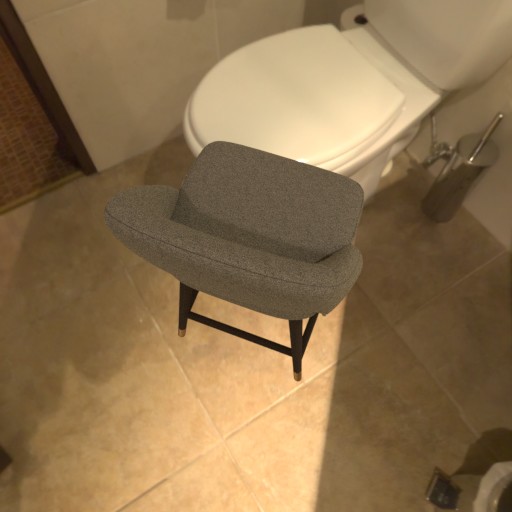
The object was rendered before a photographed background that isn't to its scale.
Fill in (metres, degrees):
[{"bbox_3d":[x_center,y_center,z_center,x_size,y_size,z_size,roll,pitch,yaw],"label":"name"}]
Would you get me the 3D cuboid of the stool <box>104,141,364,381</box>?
[{"bbox_3d":[0.000,0.000,1.231,0.536,0.925,0.524,19,65,9],"label":"stool"}]
